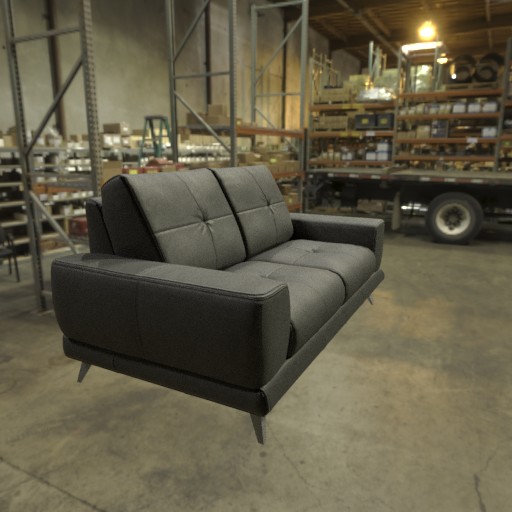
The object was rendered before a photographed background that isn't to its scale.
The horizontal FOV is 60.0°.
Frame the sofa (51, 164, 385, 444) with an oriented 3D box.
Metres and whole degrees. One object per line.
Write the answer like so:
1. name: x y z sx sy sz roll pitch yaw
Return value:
1. sofa: 0.000 0.000 2.352 1.018 0.907 1.806 7 15 27
